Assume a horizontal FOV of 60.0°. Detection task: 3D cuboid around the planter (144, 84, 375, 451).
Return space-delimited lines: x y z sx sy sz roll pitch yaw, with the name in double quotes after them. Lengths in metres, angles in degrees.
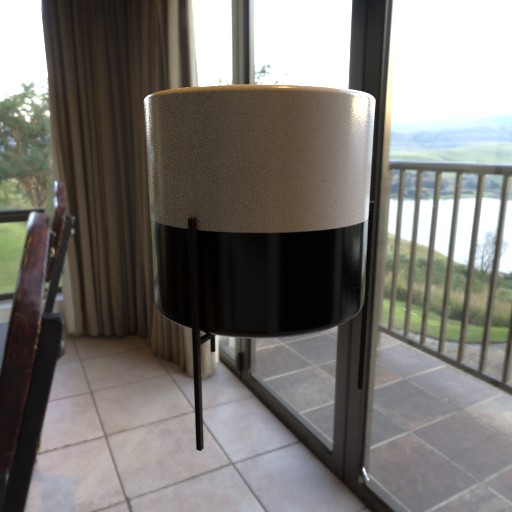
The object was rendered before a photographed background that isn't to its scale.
0.000 0.000 0.643 0.310 0.432 0.310 13 19 42 "planter"
